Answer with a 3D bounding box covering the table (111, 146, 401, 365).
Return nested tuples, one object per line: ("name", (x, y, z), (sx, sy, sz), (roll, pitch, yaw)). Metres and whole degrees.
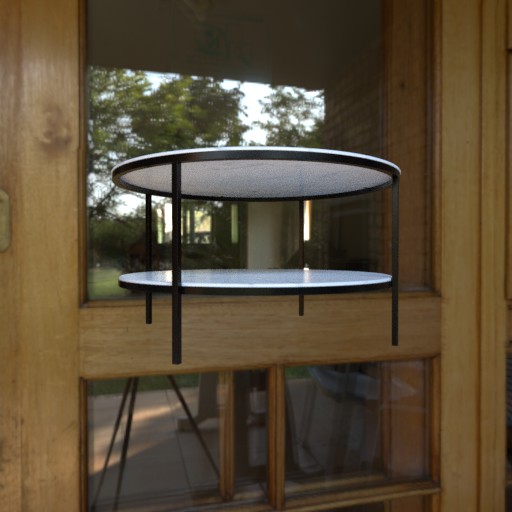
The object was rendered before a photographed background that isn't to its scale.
("table", (0.000, 0.000, 1.290), (0.800, 0.450, 0.800), (0, 1, 0))
